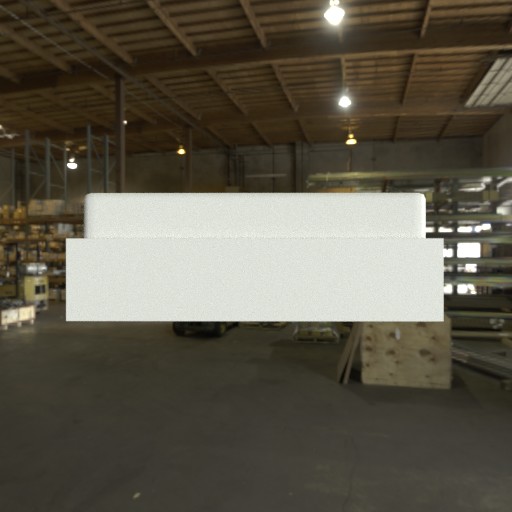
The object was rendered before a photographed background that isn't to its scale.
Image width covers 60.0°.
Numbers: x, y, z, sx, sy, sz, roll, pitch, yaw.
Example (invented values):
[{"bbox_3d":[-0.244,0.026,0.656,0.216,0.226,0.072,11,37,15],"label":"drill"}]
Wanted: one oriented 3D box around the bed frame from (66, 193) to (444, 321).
[{"bbox_3d":[0.000,0.000,2.669,1.445,0.497,1.945,0,0,0],"label":"bed frame"}]
